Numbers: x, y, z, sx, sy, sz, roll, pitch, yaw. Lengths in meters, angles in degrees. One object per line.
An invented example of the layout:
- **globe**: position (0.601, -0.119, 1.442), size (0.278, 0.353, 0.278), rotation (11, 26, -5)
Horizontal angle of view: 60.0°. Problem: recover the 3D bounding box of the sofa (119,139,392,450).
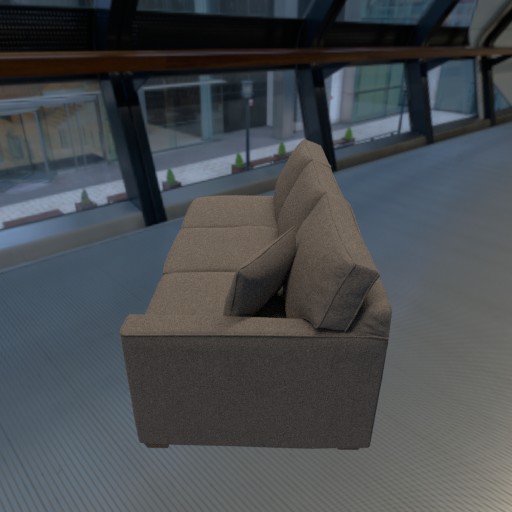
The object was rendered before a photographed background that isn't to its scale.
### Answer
- **sofa**: position (0.000, 0.000, 2.569), size (1.034, 0.946, 1.963), rotation (1, 27, 1)
